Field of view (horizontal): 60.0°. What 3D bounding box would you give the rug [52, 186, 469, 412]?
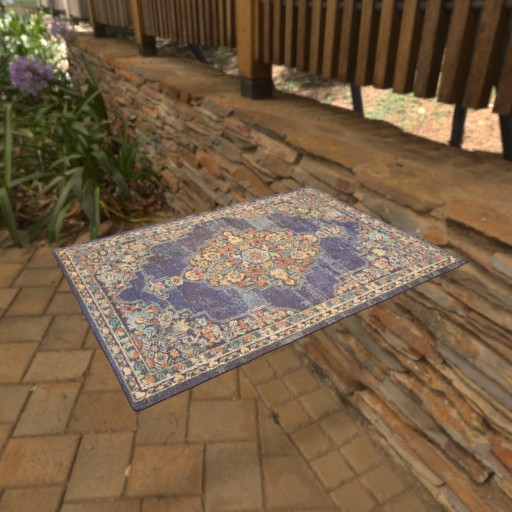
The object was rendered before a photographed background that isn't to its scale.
[{"bbox_3d":[0.000,0.000,2.913,2.232,0.009,1.630,-18,34,-28],"label":"rug"}]
